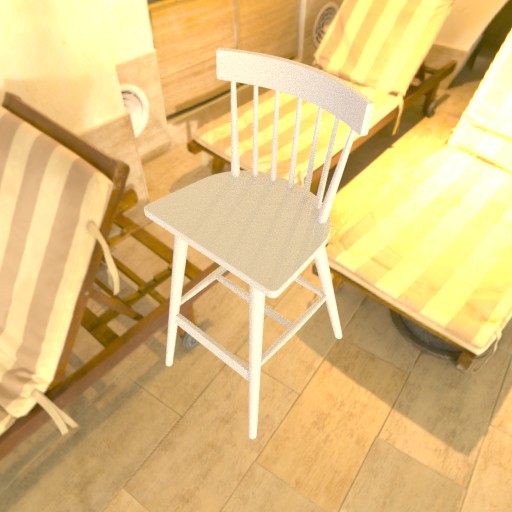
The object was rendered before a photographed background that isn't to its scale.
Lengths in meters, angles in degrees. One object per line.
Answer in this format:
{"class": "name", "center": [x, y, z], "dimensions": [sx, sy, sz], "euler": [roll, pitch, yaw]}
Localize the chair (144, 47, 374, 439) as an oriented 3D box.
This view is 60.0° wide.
{"class": "chair", "center": [0.000, 0.000, 1.403], "dimensions": [0.483, 1.092, 0.572], "euler": [32, 54, 27]}
